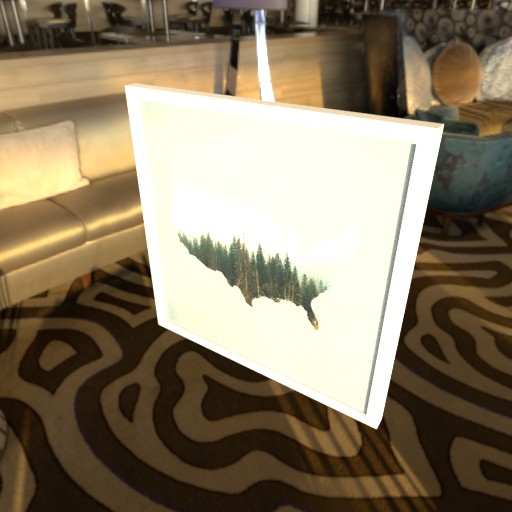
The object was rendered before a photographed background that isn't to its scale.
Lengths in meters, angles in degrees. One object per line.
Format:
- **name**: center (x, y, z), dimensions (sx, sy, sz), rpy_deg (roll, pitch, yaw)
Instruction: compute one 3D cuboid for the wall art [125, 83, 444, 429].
- **wall art**: center (0.000, 0.000, 1.134), dimensions (0.762, 0.762, 0.038), rpy_deg (18, 35, 28)
